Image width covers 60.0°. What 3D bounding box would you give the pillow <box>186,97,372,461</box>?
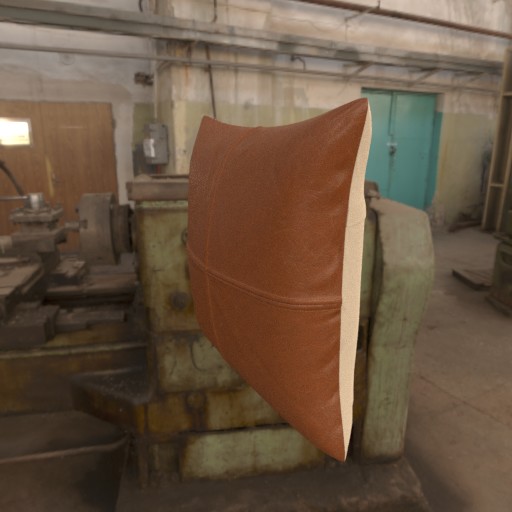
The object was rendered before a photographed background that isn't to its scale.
[{"bbox_3d":[0.000,0.000,0.755,0.192,0.477,0.501,-8,17,-27],"label":"pillow"}]
